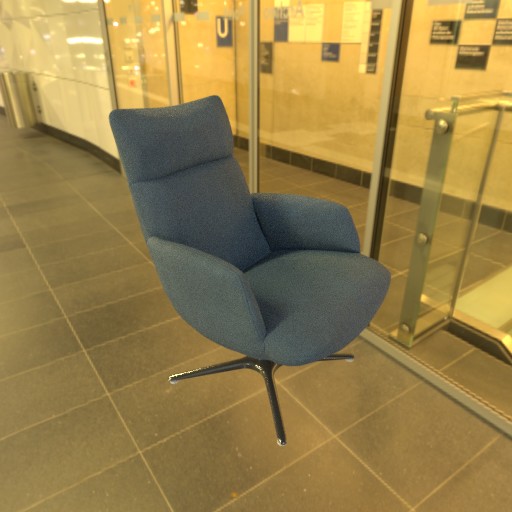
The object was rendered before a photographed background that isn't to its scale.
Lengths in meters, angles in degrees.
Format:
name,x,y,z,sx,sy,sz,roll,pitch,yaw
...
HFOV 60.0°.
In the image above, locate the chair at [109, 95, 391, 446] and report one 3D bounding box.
name,x,y,z,sx,sy,sz,roll,pitch,yaw
chair,0.000,0.000,1.612,0.889,1.016,0.711,18,31,32
